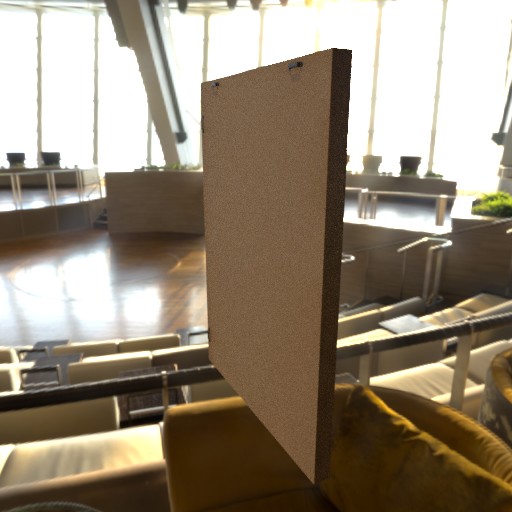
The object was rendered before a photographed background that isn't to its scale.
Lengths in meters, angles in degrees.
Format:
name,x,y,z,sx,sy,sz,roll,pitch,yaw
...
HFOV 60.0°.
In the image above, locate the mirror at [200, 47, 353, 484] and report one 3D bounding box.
name,x,y,z,sx,sy,sz,roll,pitch,yaw
mirror,0.000,0.000,0.912,0.040,0.710,0.507,-8,17,-26
